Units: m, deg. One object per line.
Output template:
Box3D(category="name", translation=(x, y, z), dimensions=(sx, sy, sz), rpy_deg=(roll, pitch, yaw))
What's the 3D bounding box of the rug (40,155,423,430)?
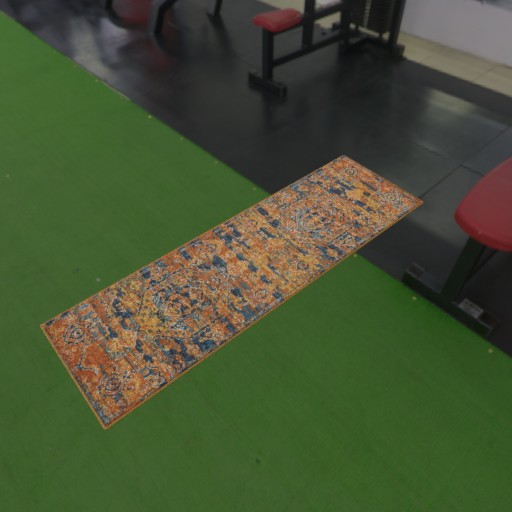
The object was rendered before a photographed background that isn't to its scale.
Box3D(category="rug", translation=(0.000, 0.000, 2.041), dimensions=(1.820, 0.013, 0.556), rpy_deg=(-32, 55, -26))
